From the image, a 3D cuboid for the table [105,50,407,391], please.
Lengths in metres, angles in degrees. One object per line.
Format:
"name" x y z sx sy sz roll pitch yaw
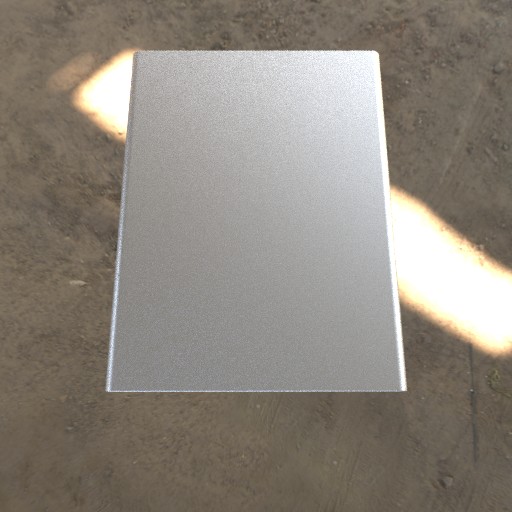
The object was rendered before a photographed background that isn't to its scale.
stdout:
"table" 0.000 0.000 1.362 0.584 0.876 0.762 0 75 0
